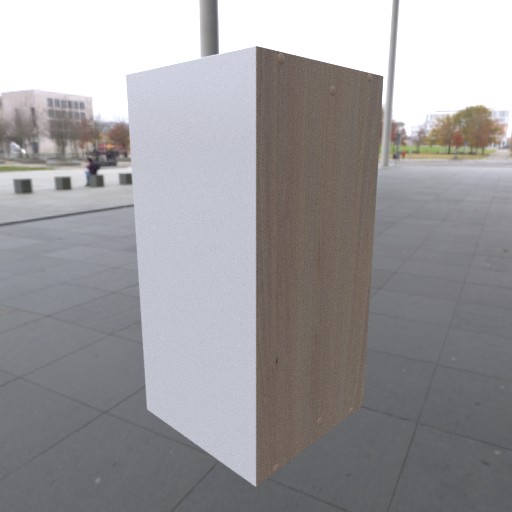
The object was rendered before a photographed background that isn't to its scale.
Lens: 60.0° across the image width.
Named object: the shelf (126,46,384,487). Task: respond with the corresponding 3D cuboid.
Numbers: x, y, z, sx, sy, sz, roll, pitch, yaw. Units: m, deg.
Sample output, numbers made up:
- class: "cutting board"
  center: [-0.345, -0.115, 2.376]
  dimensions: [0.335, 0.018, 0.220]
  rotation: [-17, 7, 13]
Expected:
- class: "shelf"
  center: [0.000, 0.000, 0.777]
  dimensions: [0.290, 0.594, 0.297]
  rotation: [13, 18, 42]
